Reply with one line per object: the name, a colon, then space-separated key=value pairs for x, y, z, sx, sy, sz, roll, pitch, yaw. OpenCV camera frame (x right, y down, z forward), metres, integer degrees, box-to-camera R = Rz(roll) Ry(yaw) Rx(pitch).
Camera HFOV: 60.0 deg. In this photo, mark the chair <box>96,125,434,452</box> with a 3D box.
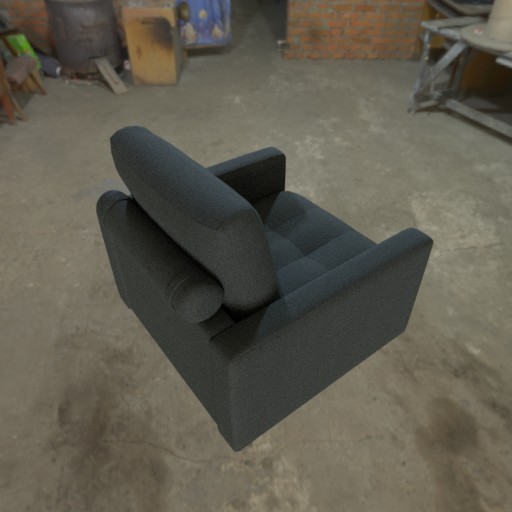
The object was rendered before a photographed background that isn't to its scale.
chair: x=0.000 y=0.000 z=1.521 sx=0.843 sy=0.880 sz=0.821 roll=-26 pitch=46 yaw=-28
